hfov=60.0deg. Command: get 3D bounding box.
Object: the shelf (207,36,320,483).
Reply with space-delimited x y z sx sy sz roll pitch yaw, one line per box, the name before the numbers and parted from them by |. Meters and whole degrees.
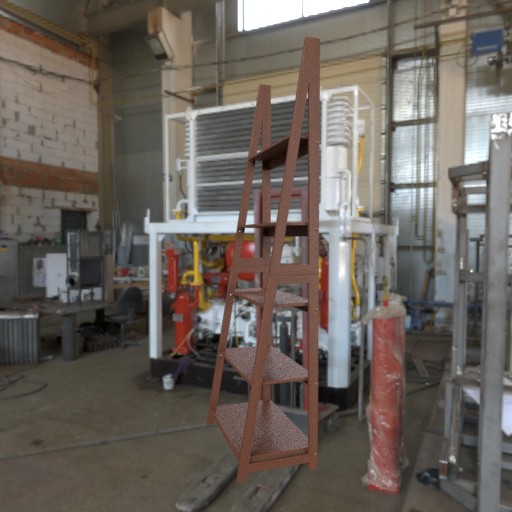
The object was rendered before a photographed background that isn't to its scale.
shelf | 0.000 0.000 2.048 0.350 1.770 0.600 -1 3 -18
